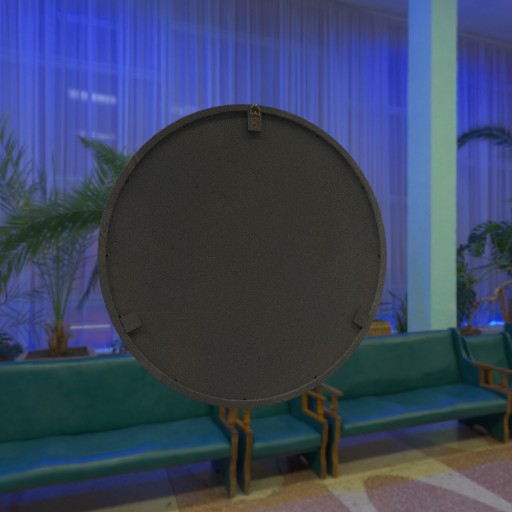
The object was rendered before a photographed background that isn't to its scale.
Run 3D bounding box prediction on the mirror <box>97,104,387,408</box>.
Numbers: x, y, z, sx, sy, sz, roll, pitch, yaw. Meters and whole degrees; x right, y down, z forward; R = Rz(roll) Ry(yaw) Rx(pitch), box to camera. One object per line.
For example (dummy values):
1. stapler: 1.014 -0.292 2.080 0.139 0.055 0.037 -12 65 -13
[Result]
1. mirror: 0.000 0.000 1.055 0.710 0.710 0.038 0 0 -19
